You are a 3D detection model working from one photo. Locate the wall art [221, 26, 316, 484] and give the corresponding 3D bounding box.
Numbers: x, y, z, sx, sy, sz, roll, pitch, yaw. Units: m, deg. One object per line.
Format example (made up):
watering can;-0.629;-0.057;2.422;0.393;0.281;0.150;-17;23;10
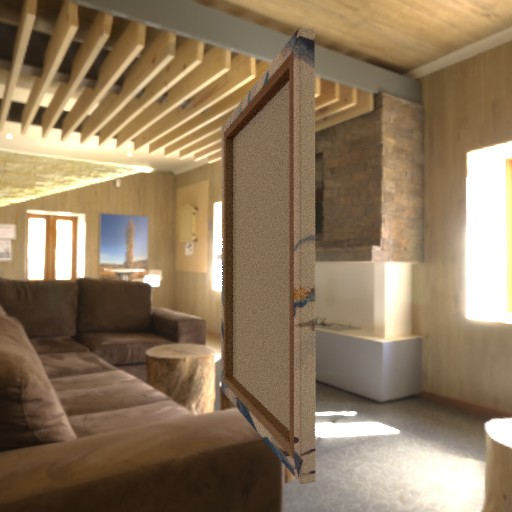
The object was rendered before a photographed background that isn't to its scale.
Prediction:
wall art;0.000;0.000;1.348;0.038;1.015;0.761;0;-1;-18
